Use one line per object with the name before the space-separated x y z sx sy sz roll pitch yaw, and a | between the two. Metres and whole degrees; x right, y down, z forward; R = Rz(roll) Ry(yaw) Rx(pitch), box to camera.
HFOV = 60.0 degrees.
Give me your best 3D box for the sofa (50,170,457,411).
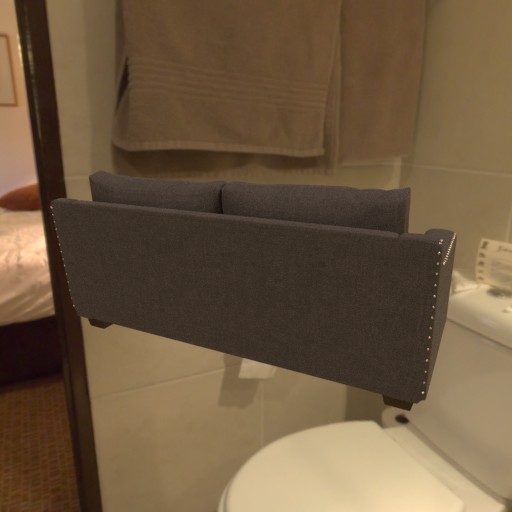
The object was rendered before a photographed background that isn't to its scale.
sofa | 0.000 0.000 3.196 2.550 1.196 1.336 8 18 26
